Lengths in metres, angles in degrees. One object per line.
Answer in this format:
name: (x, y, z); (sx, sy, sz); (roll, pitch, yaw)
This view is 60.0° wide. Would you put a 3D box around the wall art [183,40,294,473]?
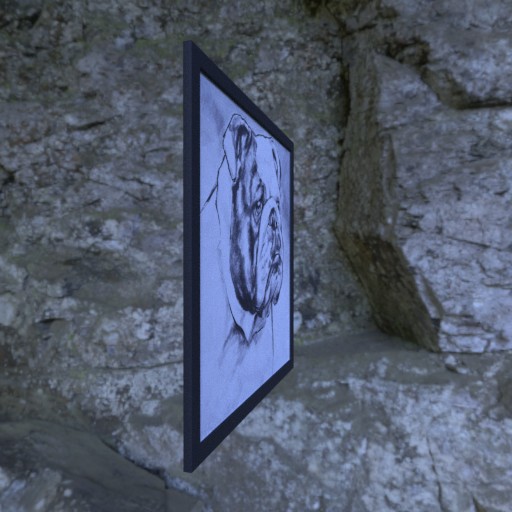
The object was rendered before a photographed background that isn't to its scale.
wall art: (0.000, 0.000, 0.838); (0.012, 0.558, 0.562); (0, 0, 18)
